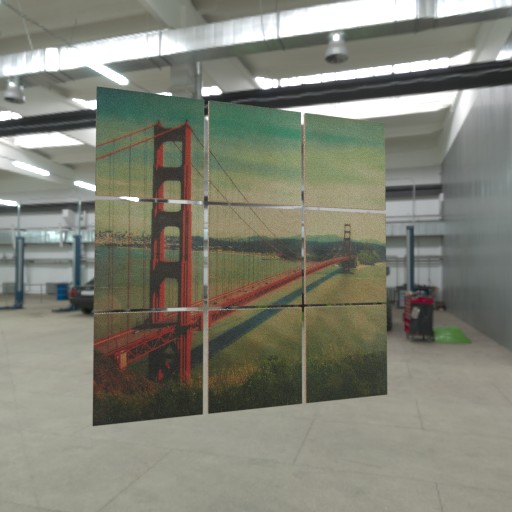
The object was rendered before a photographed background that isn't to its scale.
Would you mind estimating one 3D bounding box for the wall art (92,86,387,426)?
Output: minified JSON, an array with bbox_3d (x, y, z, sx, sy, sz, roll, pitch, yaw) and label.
[{"bbox_3d":[0.000,0.000,1.340,0.917,0.910,0.012,1,-2,-19],"label":"wall art"}]
